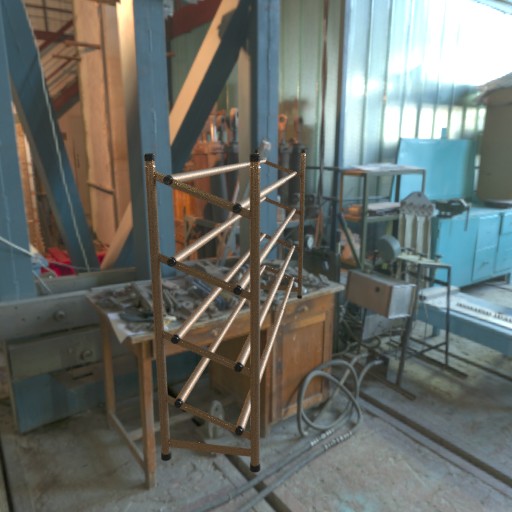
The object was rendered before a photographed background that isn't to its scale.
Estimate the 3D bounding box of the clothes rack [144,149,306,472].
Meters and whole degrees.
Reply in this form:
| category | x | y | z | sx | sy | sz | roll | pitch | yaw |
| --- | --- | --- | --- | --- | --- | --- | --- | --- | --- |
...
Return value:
| category | x | y | z | sx | sy | sz | roll | pitch | yaw |
| --- | --- | --- | --- | --- | --- | --- | --- | --- | --- |
| clothes rack | 0.000 | 0.000 | 1.453 | 0.229 | 0.672 | 1.168 | 3 | 14 | 10 |
